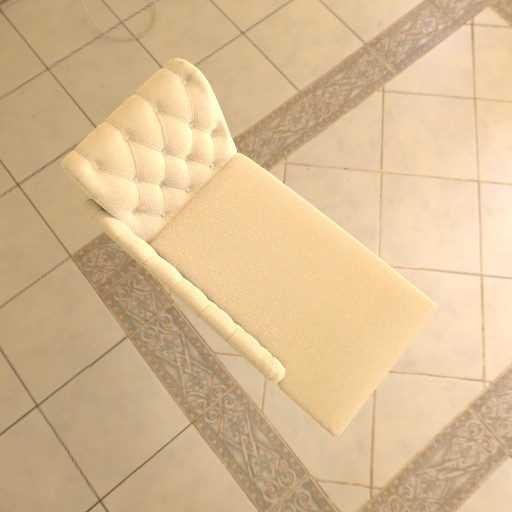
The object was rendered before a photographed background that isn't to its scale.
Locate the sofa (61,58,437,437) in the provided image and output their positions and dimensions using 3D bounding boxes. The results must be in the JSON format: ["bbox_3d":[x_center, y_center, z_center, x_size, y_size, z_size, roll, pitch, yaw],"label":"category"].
[{"bbox_3d":[0.000,0.000,1.811,1.379,0.787,0.675,40,79,10],"label":"sofa"}]
